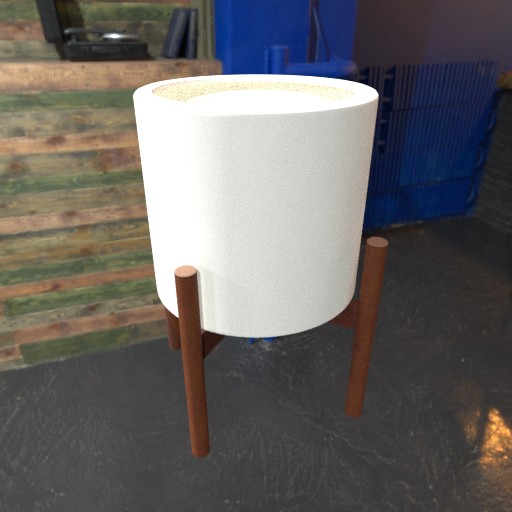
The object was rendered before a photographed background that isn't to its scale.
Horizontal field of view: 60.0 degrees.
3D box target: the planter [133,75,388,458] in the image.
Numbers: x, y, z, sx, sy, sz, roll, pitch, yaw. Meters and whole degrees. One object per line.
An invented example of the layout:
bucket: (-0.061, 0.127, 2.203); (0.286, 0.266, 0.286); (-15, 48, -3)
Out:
planter: (0.000, 0.000, 0.499); (0.224, 0.358, 0.224); (-8, 29, -15)
